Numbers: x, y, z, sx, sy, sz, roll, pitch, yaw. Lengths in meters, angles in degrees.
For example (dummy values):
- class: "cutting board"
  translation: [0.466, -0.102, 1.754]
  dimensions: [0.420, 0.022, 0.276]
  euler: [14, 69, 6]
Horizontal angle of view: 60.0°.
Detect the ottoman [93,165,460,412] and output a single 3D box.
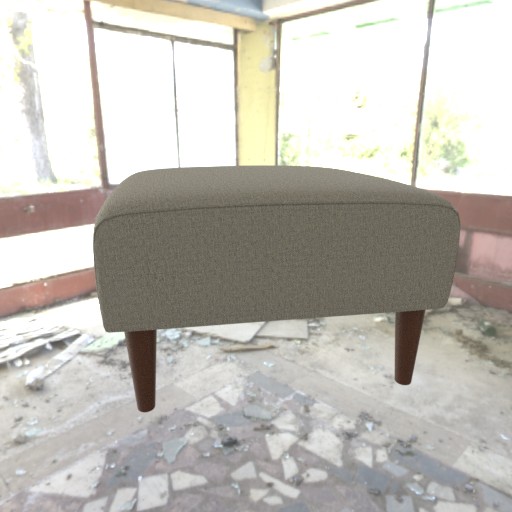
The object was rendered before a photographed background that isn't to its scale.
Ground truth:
- class: "ottoman"
  translation: [0.000, 0.000, 1.062]
  dimensions: [0.648, 0.399, 0.655]
  euler: [-3, 16, -10]
